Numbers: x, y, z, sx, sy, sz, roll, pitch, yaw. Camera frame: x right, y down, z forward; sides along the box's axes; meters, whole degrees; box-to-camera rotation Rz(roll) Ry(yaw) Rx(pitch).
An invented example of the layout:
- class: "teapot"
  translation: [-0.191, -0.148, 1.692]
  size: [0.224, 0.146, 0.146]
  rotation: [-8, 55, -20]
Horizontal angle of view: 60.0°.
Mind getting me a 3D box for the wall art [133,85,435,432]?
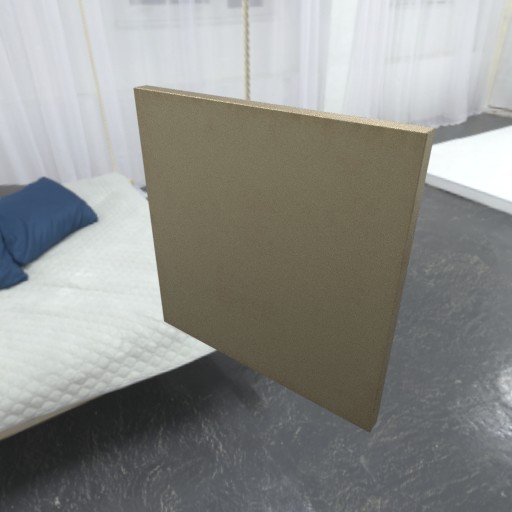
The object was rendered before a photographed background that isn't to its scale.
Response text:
- class: "wall art"
  translation: [0.000, 0.000, 0.765]
  size: [0.503, 0.506, 0.030]
  rotation: [20, 36, 31]
